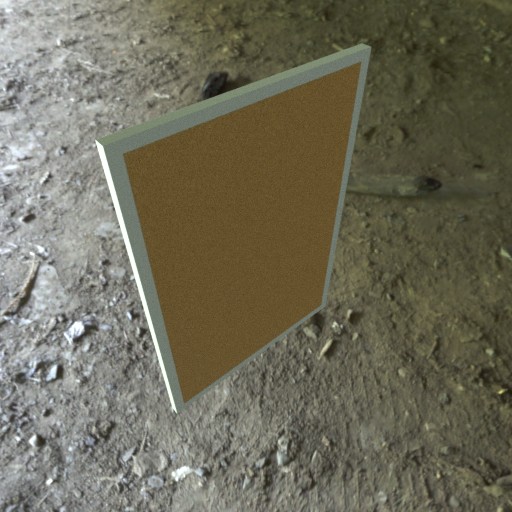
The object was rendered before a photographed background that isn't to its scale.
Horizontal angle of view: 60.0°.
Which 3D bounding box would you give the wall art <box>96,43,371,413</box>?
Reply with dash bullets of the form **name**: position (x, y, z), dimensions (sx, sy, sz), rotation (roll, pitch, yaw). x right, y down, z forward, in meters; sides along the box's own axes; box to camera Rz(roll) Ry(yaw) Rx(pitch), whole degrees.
- **wall art**: position (0.000, 0.000, 0.550), dimensions (0.303, 0.433, 0.013), rotation (-31, 53, -27)
